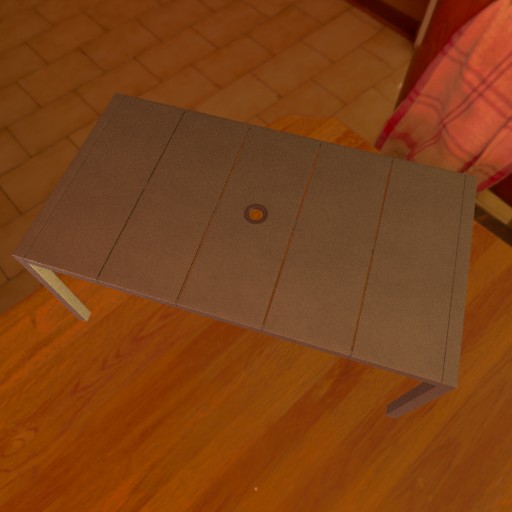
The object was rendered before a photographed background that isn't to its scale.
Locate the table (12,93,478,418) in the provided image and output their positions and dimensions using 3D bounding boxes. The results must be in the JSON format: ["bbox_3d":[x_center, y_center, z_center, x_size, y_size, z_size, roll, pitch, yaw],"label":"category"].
[{"bbox_3d":[0.000,0.000,2.108,1.680,0.735,0.914,15,63,8],"label":"table"}]
